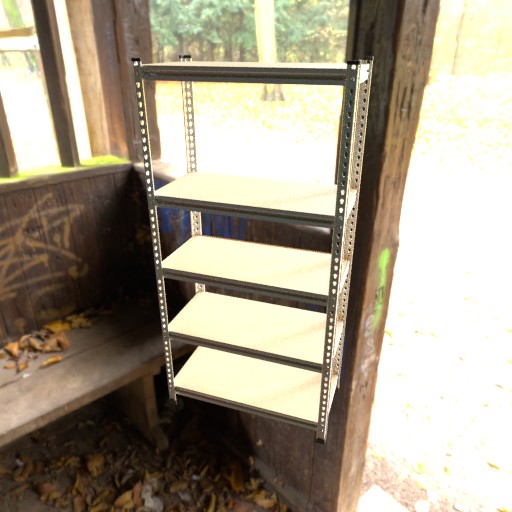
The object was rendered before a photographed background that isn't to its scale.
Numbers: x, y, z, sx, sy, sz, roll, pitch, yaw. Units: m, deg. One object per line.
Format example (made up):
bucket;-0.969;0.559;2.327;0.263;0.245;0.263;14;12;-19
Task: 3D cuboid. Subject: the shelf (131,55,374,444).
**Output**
shelf;0.000;0.000;2.235;0.914;1.829;0.457;9;27;17
